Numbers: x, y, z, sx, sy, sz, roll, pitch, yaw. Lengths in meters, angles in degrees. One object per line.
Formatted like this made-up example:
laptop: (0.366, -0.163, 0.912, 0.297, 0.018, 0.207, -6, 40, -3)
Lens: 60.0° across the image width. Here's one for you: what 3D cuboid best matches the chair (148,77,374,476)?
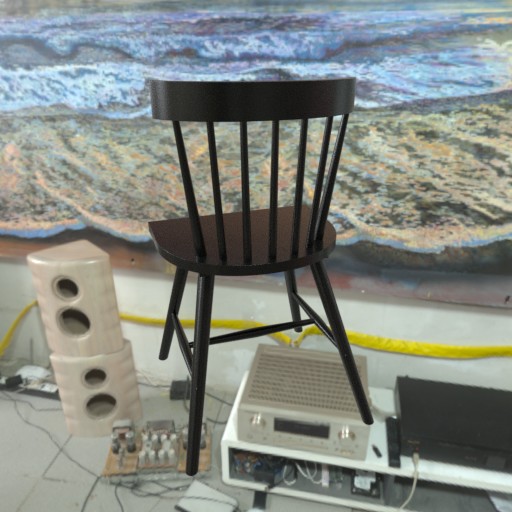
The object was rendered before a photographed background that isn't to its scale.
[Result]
chair: (0.000, 0.000, 1.132, 0.506, 0.844, 0.483, -8, 26, -17)
